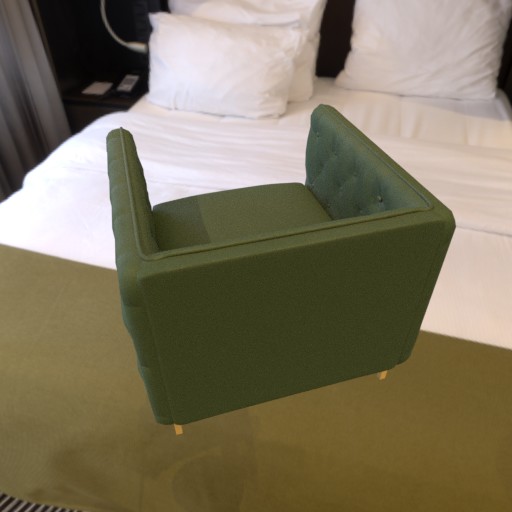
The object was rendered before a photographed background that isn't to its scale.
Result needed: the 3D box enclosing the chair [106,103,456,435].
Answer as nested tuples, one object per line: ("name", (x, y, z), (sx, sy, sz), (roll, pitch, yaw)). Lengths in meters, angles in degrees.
("chair", (0.000, 0.000, 1.596), (0.917, 0.768, 0.855), (-11, 41, -13))
